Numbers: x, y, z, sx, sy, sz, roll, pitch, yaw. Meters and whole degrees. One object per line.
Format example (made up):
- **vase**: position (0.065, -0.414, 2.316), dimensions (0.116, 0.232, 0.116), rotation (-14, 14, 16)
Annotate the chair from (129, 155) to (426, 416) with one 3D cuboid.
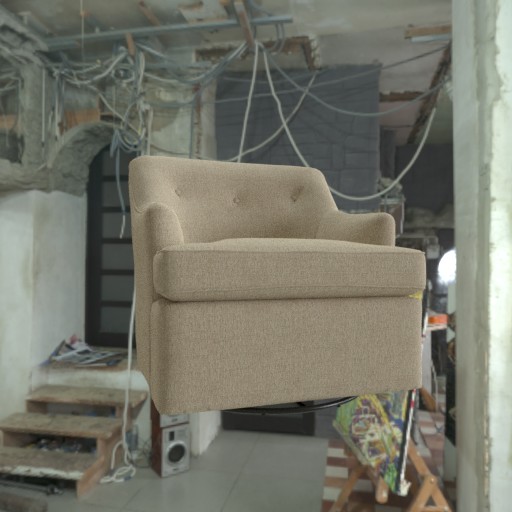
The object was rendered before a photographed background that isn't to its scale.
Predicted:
- **chair**: position (0.000, 0.000, 1.594), dimensions (0.864, 0.856, 0.923), rotation (0, -1, -18)
